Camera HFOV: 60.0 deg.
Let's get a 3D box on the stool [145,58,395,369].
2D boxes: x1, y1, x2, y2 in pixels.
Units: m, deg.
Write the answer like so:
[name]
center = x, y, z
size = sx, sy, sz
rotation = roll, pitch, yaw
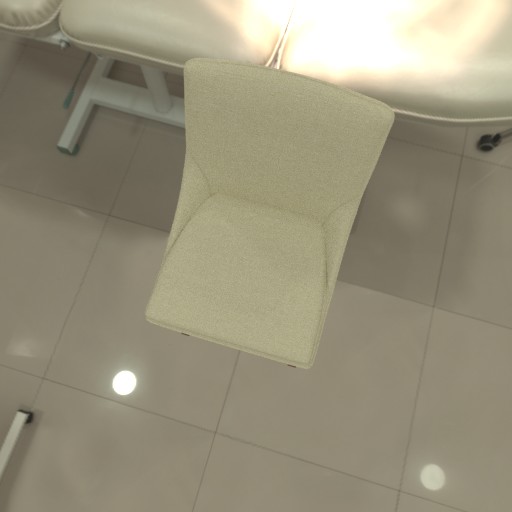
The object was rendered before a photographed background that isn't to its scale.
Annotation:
[stool]
center = 0.000, 0.000, 1.320
size = 0.469, 0.991, 0.559
rotation = 16, 75, 4
